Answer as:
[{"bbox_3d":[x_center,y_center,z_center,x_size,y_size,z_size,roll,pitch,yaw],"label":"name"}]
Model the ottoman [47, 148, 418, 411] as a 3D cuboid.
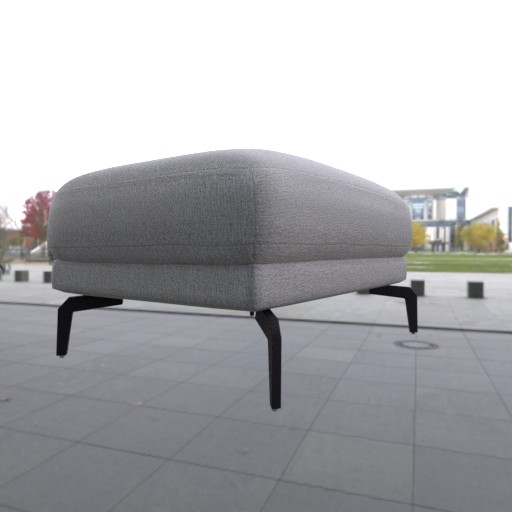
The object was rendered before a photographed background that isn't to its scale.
[{"bbox_3d":[0.000,0.000,1.057,0.568,0.420,0.772,1,1,35],"label":"ottoman"}]
